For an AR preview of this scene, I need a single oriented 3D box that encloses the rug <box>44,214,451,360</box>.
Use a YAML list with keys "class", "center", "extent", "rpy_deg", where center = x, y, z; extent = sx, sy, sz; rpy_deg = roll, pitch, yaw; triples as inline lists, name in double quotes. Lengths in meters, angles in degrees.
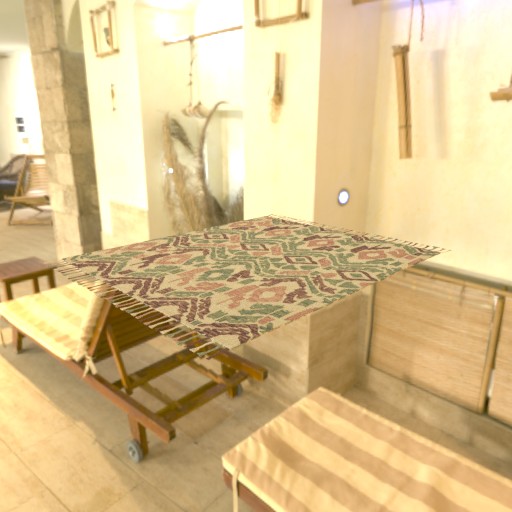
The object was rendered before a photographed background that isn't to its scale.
- class: "rug"
  center: [0.000, 0.000, 4.179]
  extent: [3.048, 0.010, 2.438]
  rpy_deg: [-16, 23, -42]
